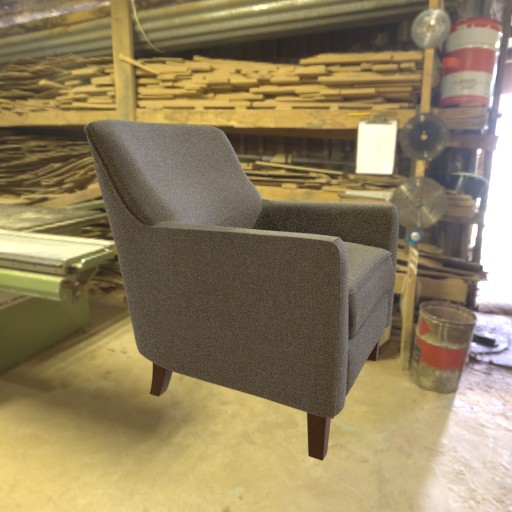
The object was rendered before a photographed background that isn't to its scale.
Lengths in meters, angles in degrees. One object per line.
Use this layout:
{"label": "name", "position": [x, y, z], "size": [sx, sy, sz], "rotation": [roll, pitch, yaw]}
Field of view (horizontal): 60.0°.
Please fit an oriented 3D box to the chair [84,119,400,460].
{"label": "chair", "position": [0.000, 0.000, 1.785], "size": [0.993, 1.047, 0.887], "rotation": [7, 16, 26]}
